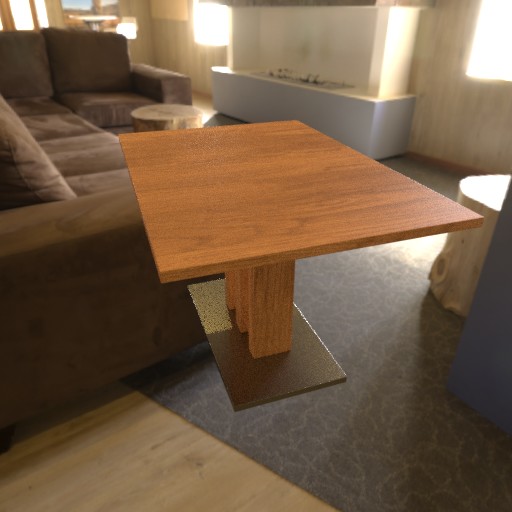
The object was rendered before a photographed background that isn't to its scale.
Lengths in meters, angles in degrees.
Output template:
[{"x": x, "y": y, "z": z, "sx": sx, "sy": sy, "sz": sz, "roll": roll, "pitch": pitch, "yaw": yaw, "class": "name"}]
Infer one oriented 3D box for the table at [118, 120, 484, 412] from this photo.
[{"x": 0.000, "y": 0.000, "z": 1.831, "sx": 0.900, "sy": 0.770, "sz": 1.300, "roll": -10, "pitch": 31, "yaw": -17, "class": "table"}]
